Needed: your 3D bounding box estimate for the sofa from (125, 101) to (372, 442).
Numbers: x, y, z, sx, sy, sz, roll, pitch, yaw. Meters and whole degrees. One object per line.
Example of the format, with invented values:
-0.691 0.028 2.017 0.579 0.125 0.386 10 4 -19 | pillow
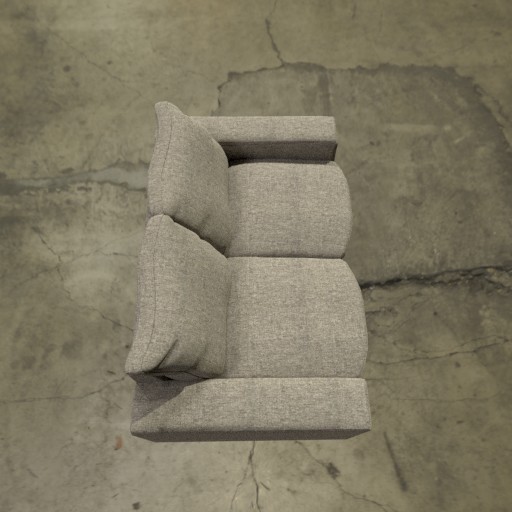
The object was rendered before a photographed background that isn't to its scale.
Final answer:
0.000 0.000 2.343 1.094 0.877 1.758 -1 64 0 | sofa
